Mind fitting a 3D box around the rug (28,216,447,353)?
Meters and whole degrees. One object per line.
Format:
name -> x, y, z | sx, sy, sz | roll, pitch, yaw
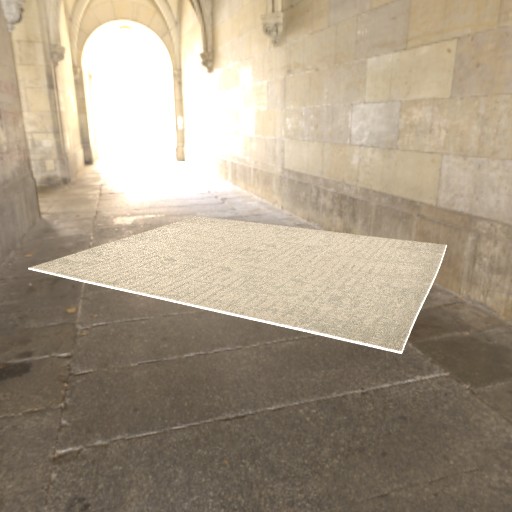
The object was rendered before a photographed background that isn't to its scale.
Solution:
rug -> 0.000, 0.000, 4.075 | 3.061, 0.014, 2.447 | 9, 19, 27
